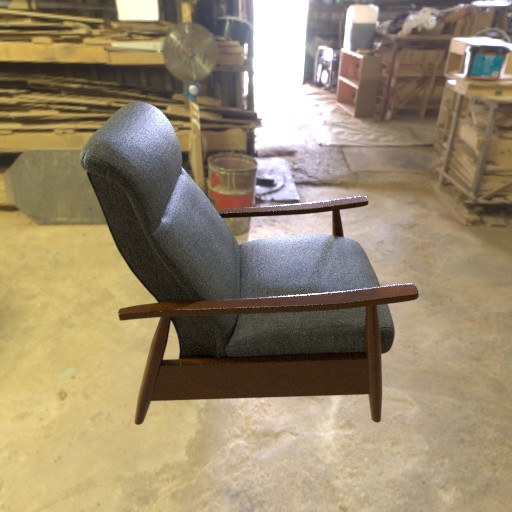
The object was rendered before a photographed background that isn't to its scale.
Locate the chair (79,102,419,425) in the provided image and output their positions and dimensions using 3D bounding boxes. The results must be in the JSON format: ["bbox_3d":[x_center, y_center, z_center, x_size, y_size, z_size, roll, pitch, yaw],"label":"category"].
[{"bbox_3d":[0.000,0.000,1.760,1.030,1.082,0.762,0,31,-1],"label":"chair"}]
